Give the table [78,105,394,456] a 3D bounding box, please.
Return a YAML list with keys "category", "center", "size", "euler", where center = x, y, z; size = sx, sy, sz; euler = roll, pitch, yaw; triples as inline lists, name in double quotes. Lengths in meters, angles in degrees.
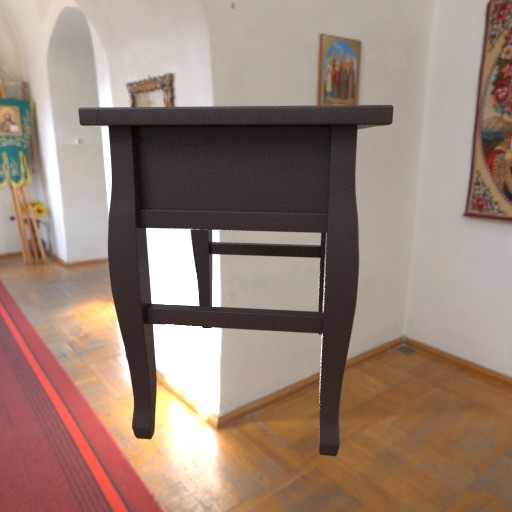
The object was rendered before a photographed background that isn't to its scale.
- category: "table"
  center: [0.000, 0.000, 1.001]
  size: [0.460, 0.605, 0.602]
  euler: [2, 15, 7]
